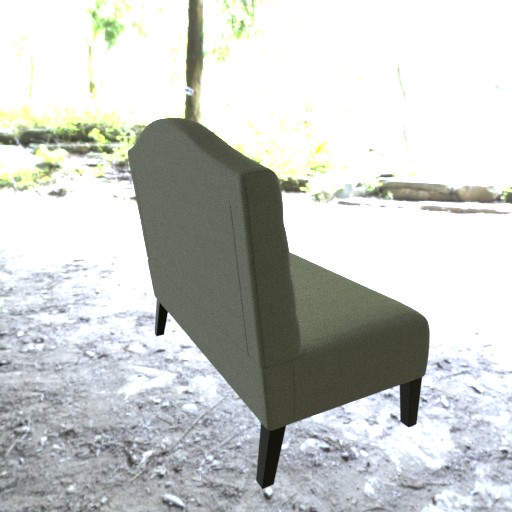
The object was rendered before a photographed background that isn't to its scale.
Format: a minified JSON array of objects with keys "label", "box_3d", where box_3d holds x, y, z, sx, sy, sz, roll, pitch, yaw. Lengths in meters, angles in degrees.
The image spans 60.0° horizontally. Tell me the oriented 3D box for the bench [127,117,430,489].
[{"label":"bench","box_3d":[0.000,0.000,1.986,0.815,1.180,1.335,-9,18,-27]}]
